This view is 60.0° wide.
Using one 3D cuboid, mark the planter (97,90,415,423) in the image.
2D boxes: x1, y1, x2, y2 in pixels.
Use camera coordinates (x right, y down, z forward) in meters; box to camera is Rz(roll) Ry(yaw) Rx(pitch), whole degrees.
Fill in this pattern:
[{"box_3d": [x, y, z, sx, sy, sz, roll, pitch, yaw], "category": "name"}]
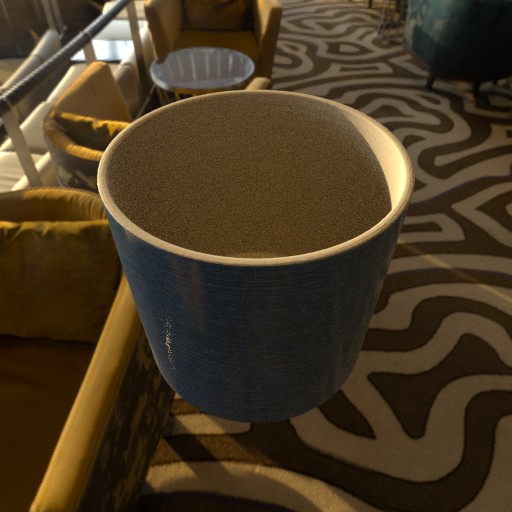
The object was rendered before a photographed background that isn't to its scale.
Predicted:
[{"box_3d": [0.000, 0.000, 0.389, 0.221, 0.201, 0.221, 0, 44, 0], "category": "planter"}]
